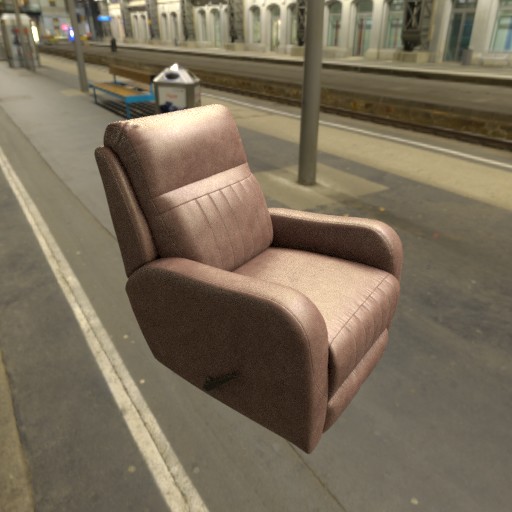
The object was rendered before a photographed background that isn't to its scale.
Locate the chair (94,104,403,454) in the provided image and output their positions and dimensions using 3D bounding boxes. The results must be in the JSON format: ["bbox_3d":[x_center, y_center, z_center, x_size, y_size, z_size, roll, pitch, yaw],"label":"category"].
[{"bbox_3d":[0.000,0.000,1.819,1.067,1.067,0.865,18,32,31],"label":"chair"}]
